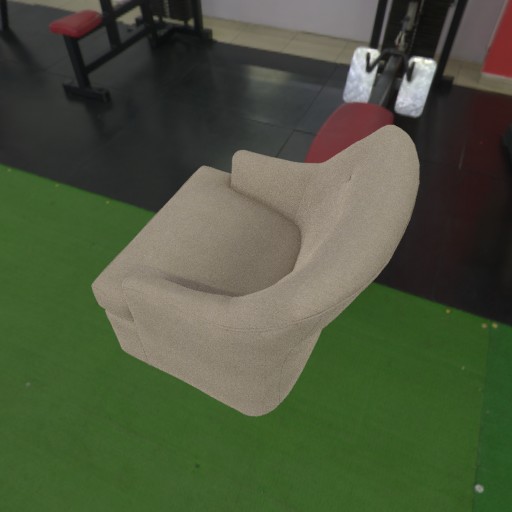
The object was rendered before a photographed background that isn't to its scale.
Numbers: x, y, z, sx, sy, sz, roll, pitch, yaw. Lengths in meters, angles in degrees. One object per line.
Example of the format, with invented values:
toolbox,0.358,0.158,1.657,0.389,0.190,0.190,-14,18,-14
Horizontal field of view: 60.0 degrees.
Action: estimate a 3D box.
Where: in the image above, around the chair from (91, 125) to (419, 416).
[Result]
chair,0.000,0.000,1.606,0.923,0.856,0.864,20,51,17
